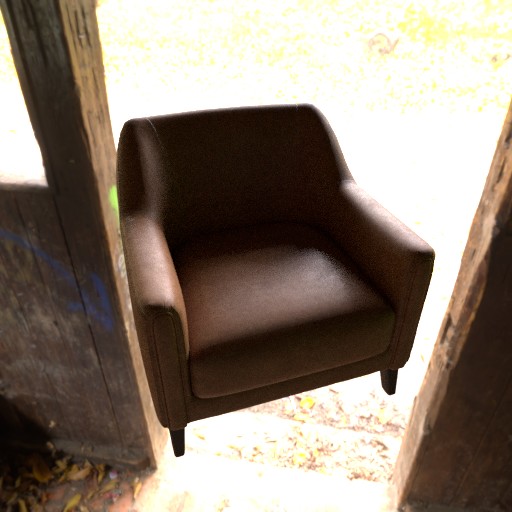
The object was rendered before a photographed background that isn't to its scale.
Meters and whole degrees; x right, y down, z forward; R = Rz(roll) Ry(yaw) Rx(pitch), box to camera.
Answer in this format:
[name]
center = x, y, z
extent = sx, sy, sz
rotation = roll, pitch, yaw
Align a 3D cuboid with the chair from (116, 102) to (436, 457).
[chair]
center = 0.000, 0.000, 1.849
extent = 1.037, 0.980, 1.034
rotation = -10, 35, -15
